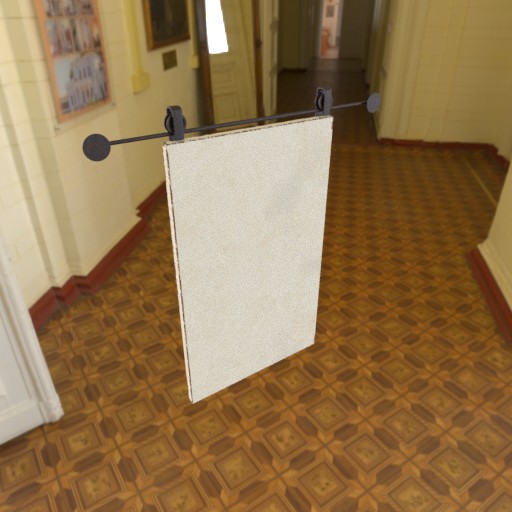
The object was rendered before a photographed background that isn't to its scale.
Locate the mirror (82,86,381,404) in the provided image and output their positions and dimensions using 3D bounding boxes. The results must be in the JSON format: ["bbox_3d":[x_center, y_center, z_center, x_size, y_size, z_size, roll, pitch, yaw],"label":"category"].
[{"bbox_3d":[0.000,0.000,1.220,0.808,0.844,0.037,-19,35,-29],"label":"mirror"}]
